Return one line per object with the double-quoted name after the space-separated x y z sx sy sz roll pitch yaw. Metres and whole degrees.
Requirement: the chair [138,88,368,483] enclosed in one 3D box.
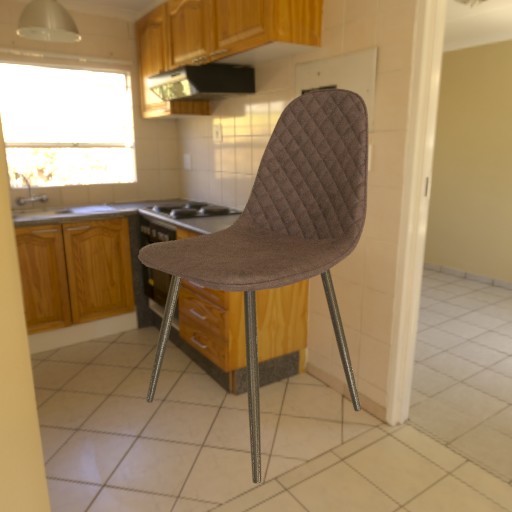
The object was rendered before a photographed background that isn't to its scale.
0.000 0.000 1.192 0.561 0.889 0.472 -13 19 -43 "chair"
